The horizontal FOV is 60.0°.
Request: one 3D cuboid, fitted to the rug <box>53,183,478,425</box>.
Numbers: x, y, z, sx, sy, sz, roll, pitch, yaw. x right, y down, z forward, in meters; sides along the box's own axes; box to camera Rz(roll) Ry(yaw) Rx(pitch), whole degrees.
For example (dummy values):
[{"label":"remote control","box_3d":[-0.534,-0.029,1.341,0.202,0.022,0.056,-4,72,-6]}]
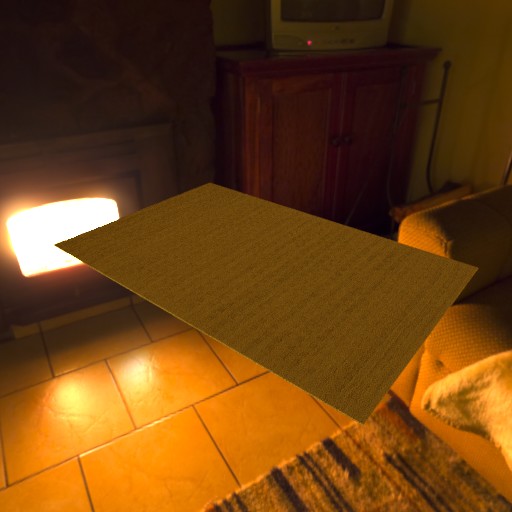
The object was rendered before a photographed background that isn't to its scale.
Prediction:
[{"label":"rug","box_3d":[0.000,0.000,2.171,1.752,0.006,1.142,22,37,33]}]
